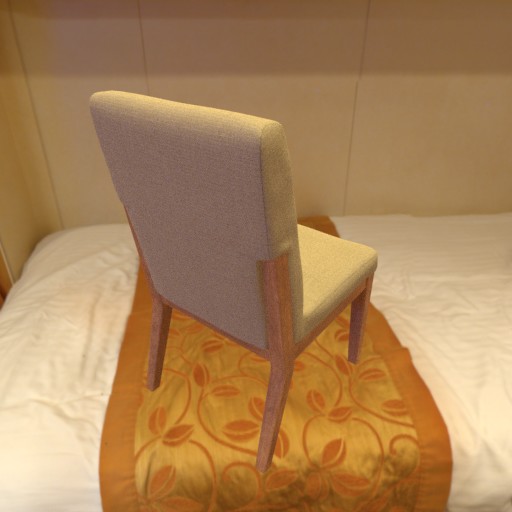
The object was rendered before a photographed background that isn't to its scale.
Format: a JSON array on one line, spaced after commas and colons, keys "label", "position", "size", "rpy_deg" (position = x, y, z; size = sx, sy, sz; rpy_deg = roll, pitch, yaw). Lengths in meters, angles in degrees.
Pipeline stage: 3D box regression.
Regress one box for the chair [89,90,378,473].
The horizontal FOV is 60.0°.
[{"label": "chair", "position": [0.000, 0.000, 1.241], "size": [0.507, 0.911, 0.586], "rpy_deg": [22, 37, 33]}]
